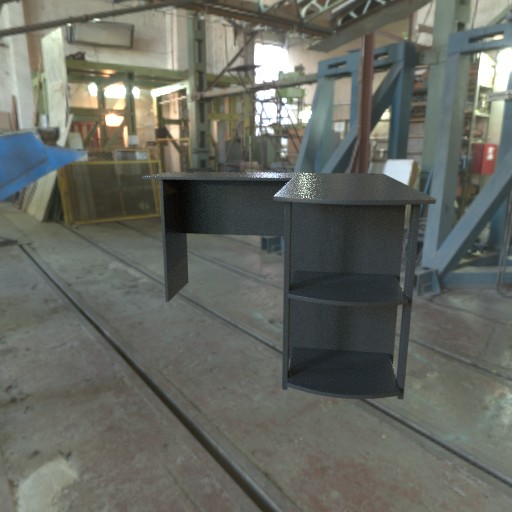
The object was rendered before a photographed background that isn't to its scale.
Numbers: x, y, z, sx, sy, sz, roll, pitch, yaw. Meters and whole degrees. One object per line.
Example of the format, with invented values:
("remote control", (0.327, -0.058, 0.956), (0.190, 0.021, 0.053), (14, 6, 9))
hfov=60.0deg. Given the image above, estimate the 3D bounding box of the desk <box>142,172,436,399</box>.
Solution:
("desk", (0.000, 0.000, 2.126), (1.303, 0.716, 1.361), (2, 14, 9))
